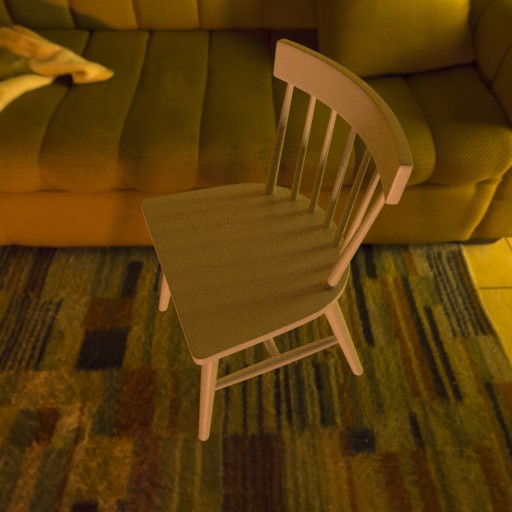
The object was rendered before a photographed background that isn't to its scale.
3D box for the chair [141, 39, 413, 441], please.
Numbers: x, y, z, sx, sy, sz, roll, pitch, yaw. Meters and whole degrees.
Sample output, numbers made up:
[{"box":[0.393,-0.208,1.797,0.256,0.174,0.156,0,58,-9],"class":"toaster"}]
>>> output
[{"box":[0.000,0.000,1.066,0.500,0.787,0.483,-17,51,-14],"class":"chair"}]
